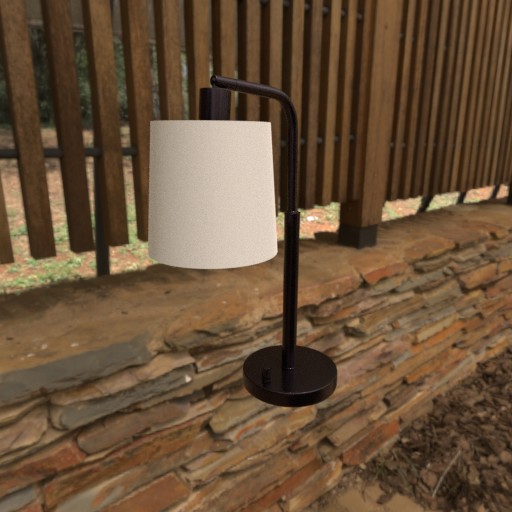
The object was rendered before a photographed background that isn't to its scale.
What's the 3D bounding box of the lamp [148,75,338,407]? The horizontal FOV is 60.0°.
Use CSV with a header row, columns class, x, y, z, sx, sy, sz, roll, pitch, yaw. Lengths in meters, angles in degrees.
class,x,y,z,sx,sy,sz,roll,pitch,yaw
lamp,0.000,0.000,0.657,0.171,0.489,0.333,15,22,43
